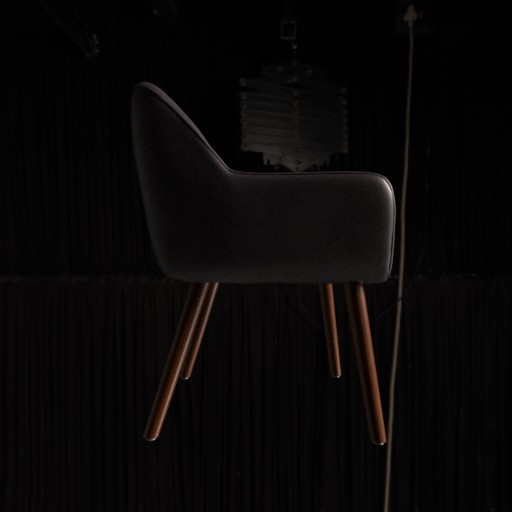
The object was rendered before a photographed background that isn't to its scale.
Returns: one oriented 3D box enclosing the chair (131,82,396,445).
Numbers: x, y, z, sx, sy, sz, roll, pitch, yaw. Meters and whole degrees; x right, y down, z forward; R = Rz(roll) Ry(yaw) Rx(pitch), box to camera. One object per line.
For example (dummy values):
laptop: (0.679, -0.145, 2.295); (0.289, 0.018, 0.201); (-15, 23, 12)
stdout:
chair: (0.000, 0.000, 1.246); (0.610, 0.828, 0.610); (0, 1, 0)
